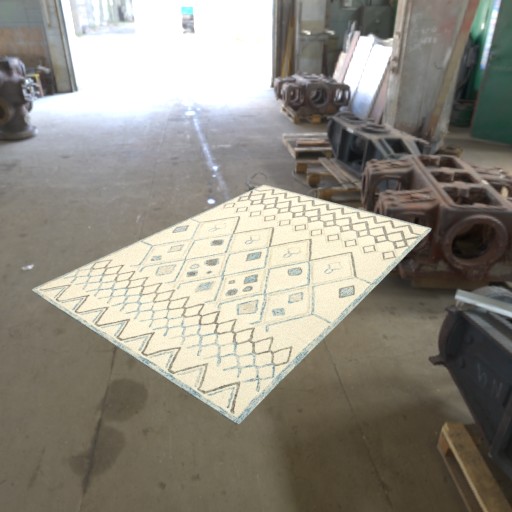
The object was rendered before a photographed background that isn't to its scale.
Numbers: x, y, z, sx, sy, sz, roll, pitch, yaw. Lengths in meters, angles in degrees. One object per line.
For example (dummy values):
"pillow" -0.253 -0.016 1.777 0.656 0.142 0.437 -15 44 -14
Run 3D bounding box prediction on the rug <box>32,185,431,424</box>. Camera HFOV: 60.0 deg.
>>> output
"rug" 0.000 0.000 2.367 1.260 0.009 1.820 20 35 32
